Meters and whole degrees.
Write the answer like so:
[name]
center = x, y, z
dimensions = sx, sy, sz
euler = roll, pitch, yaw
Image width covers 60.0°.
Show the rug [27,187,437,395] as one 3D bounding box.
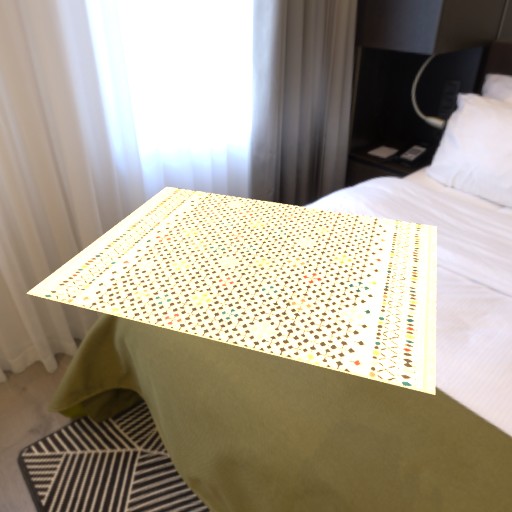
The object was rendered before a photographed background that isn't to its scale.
[rug]
center = 0.000, 0.000, 2.026
dimensions = 1.556, 0.006, 1.146
euler = 10, 33, 16
